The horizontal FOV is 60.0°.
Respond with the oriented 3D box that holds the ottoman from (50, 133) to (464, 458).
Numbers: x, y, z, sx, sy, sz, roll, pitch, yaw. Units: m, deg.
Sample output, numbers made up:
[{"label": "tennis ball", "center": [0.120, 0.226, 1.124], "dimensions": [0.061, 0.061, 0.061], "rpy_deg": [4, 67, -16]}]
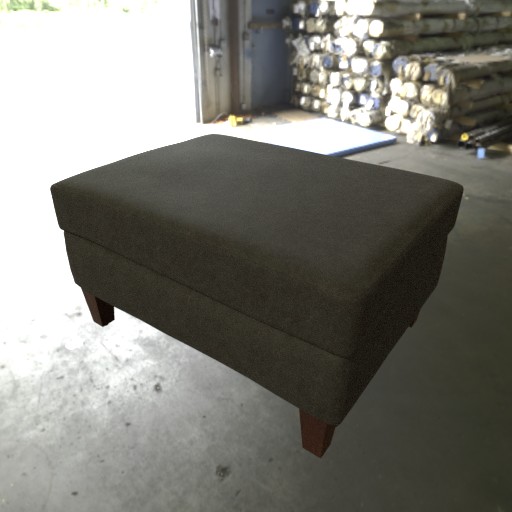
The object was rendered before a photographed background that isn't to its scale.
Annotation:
[{"label": "ottoman", "center": [0.000, 0.000, 1.193], "dimensions": [0.839, 0.464, 0.639], "rpy_deg": [20, 35, 31]}]
